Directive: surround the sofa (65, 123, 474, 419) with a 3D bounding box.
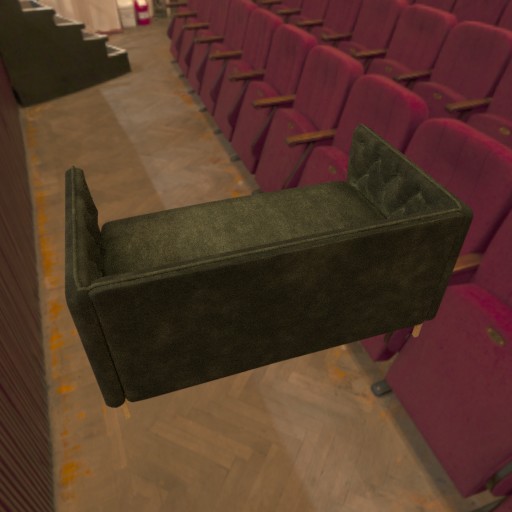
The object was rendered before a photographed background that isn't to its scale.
[{"bbox_3d":[0.000,0.000,2.075,1.537,0.768,0.895,-12,41,-14],"label":"sofa"}]
